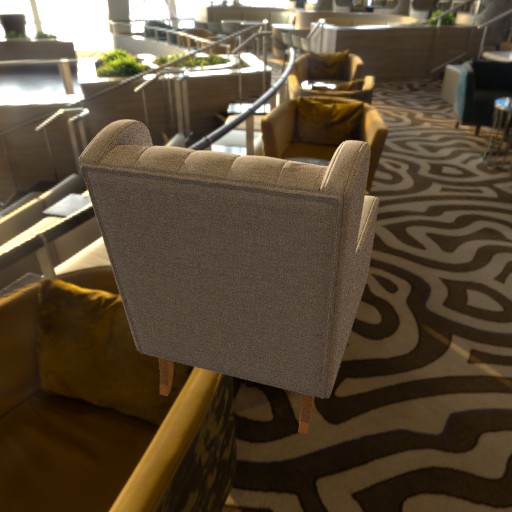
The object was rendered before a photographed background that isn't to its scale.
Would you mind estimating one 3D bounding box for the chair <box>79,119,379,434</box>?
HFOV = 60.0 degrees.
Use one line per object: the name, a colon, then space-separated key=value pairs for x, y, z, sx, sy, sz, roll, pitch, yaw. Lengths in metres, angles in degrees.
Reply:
chair: x=0.000 y=0.000 z=1.457 sx=0.710 sy=0.930 sz=0.760 roll=10 pitch=33 yaw=15
